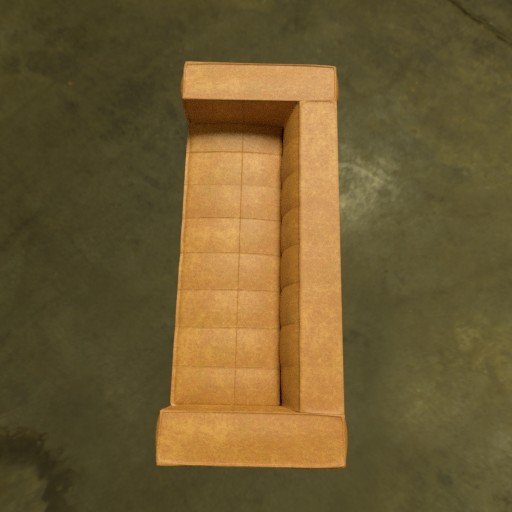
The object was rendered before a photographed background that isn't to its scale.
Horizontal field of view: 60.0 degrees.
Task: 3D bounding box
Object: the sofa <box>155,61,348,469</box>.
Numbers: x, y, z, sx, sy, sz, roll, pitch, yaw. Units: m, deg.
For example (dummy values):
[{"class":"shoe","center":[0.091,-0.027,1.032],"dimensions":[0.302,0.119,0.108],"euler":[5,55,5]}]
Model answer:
[{"class":"sofa","center":[0.000,0.000,3.037],"dimensions":[1.102,0.701,2.581],"euler":[1,76,0]}]
